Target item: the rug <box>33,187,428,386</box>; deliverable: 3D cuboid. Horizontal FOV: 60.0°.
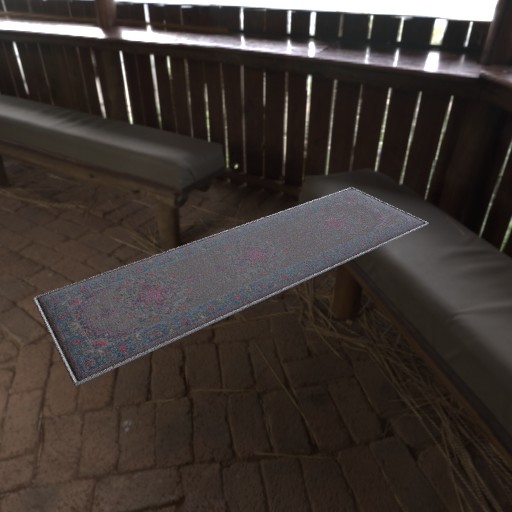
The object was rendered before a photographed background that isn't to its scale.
[{"bbox_3d":[0.000,0.000,2.049,1.827,0.012,0.553,-22,39,-29],"label":"rug"}]
